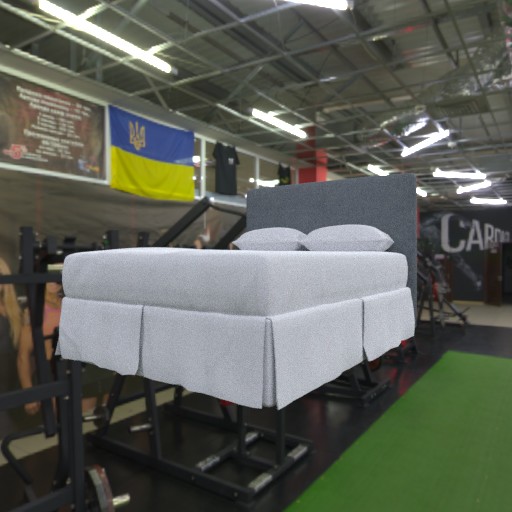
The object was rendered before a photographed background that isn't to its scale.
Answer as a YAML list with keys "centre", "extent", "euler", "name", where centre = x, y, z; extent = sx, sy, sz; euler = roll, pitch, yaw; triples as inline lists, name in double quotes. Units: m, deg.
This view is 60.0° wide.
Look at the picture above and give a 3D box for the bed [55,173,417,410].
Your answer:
- centre: [0.000, 0.000, 3.177]
  extent: [1.713, 1.330, 2.142]
  euler: [0, 0, 36]
  name: "bed"
